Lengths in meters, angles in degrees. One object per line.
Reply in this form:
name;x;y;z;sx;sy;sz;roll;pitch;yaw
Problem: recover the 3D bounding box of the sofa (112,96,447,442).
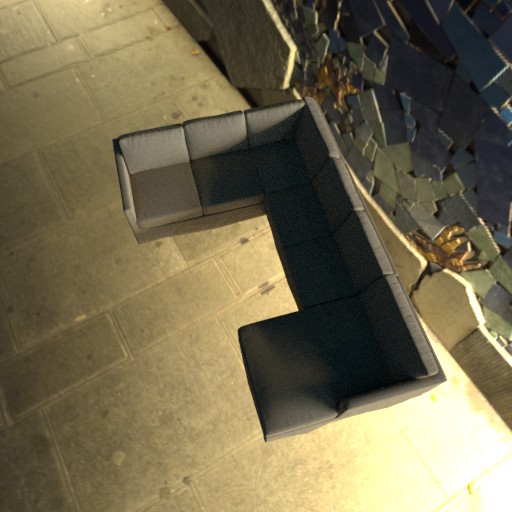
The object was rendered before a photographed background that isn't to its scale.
sofa;0.000;0.000;4.561;2.427;0.882;3.460;-14;63;-7
